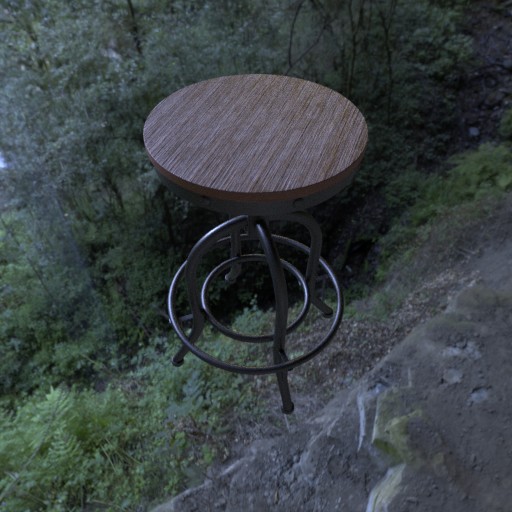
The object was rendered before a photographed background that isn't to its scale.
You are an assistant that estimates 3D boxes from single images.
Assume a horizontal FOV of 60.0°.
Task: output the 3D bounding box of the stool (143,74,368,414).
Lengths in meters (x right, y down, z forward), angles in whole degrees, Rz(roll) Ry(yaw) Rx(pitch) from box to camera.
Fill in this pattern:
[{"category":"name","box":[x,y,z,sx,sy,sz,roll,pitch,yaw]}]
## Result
[{"category":"stool","box":[0.000,0.000,0.918,0.439,0.609,0.439,-15,48,-14]}]
